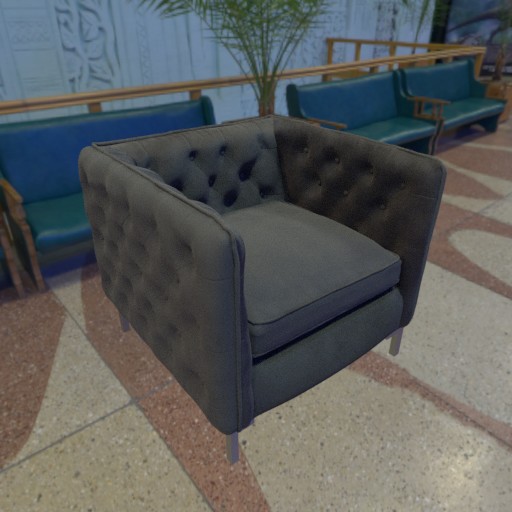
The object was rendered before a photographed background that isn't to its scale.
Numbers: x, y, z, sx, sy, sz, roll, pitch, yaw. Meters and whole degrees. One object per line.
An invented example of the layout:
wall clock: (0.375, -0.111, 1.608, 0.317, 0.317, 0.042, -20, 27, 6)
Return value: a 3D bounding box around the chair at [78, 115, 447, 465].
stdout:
chair: (0.000, 0.000, 1.655, 0.946, 0.807, 0.913, -21, 36, -32)
